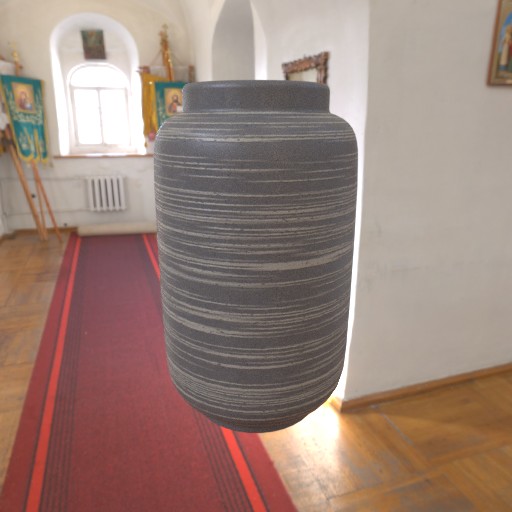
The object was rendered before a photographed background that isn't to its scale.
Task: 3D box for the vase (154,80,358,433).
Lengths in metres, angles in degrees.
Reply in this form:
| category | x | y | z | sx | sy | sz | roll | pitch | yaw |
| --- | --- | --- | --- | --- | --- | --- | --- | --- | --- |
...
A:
| category | x | y | z | sx | sy | sz | roll | pitch | yaw |
| --- | --- | --- | --- | --- | --- | --- | --- | --- | --- |
| vase | 0.000 | 0.000 | 0.692 | 0.297 | 0.499 | 0.297 | 0 | 17 | 0 |
